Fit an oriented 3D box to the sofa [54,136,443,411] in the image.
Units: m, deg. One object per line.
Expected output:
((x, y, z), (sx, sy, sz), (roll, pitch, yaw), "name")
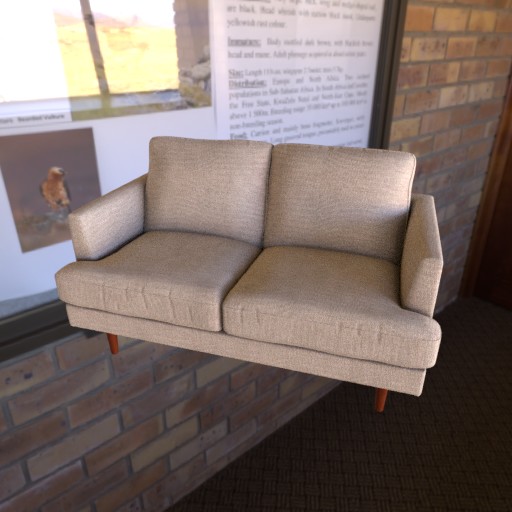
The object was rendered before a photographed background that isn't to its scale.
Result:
((0.000, 0.000, 2.072), (1.582, 0.944, 0.903), (8, 27, 15), "sofa")
